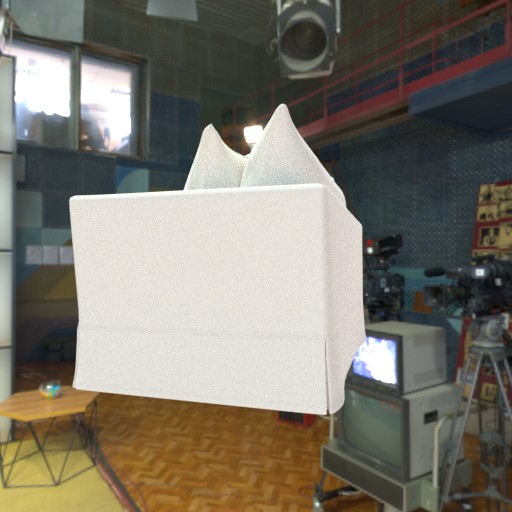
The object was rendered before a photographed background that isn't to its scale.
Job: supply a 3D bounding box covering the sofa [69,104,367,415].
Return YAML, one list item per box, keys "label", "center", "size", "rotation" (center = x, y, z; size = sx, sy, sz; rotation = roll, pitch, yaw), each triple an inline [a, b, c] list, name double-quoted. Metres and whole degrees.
- label: "sofa"
  center: [0.000, 0.000, 2.274]
  size: [1.026, 1.039, 1.608]
  rotation: [0, -1, 17]
